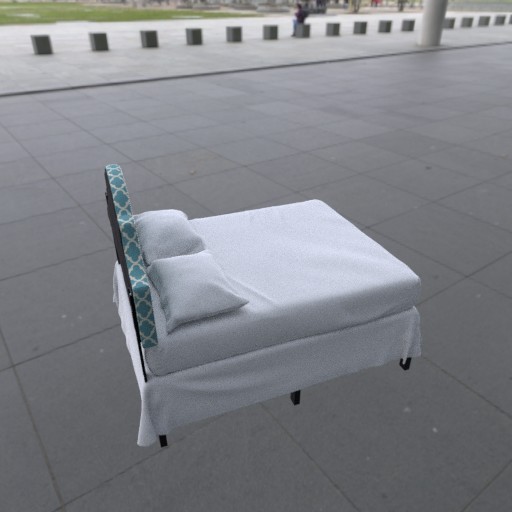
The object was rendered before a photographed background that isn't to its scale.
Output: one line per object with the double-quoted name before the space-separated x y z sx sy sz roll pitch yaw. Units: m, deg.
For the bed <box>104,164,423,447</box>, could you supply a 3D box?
"bed" 0.000 0.000 3.437 2.222 1.633 1.780 -11 32 -18
